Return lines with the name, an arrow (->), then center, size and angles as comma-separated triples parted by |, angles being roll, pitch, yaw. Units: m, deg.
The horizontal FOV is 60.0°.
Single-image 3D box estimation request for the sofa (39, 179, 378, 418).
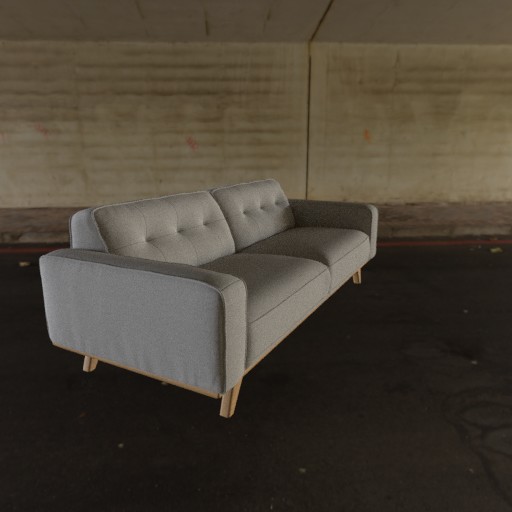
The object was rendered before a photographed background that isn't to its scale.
sofa -> 0.000, 0.000, 2.673 | 0.956, 0.781, 2.270 | 8, 16, 27
